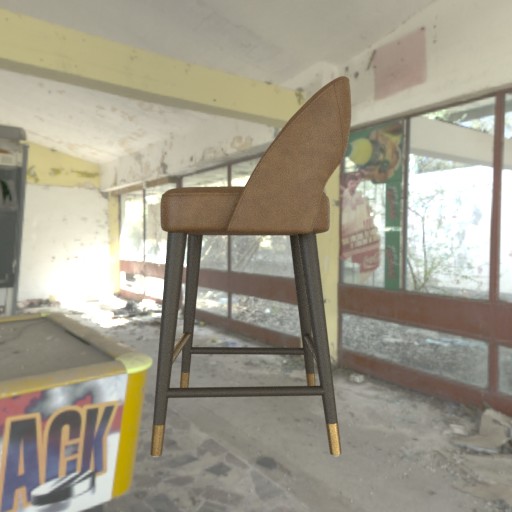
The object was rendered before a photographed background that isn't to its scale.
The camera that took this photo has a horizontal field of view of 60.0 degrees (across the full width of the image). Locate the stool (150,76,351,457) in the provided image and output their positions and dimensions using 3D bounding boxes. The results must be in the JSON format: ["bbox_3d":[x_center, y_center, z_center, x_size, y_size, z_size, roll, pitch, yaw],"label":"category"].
[{"bbox_3d":[0.000,0.000,1.260,0.509,0.940,0.494,0,2,0],"label":"stool"}]
